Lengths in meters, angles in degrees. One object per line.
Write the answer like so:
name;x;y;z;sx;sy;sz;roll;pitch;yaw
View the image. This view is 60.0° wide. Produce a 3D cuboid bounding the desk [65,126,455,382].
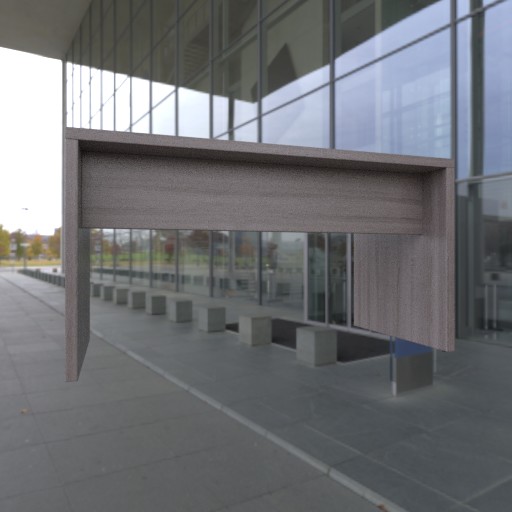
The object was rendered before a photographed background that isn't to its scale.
desk;0.000;0.000;1.820;1.380;0.745;0.690;0;0;-18
